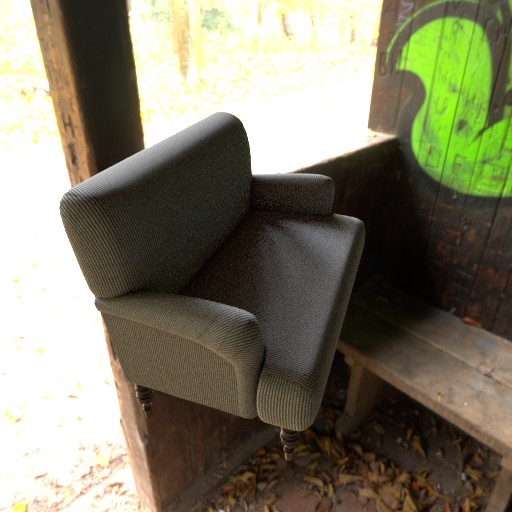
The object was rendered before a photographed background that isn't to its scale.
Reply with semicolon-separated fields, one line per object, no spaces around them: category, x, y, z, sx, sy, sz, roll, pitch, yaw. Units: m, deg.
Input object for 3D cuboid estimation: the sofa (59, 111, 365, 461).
sofa;0.000;0.000;1.809;0.779;0.889;1.297;10;31;16
